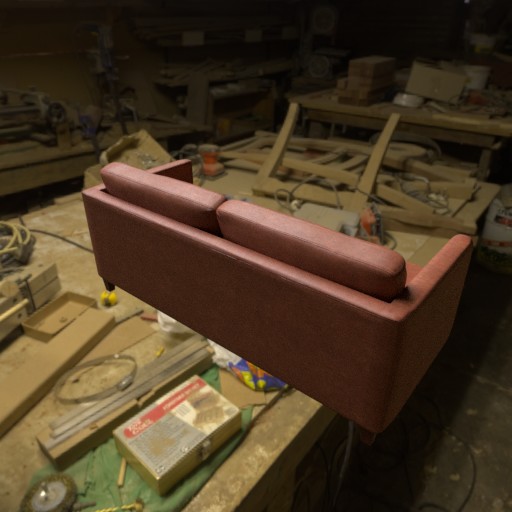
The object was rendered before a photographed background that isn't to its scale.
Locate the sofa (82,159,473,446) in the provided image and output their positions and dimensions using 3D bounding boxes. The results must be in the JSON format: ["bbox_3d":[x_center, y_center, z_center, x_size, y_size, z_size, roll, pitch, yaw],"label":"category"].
[{"bbox_3d":[0.000,0.000,2.717,2.204,0.932,0.950,22,36,33],"label":"sofa"}]
